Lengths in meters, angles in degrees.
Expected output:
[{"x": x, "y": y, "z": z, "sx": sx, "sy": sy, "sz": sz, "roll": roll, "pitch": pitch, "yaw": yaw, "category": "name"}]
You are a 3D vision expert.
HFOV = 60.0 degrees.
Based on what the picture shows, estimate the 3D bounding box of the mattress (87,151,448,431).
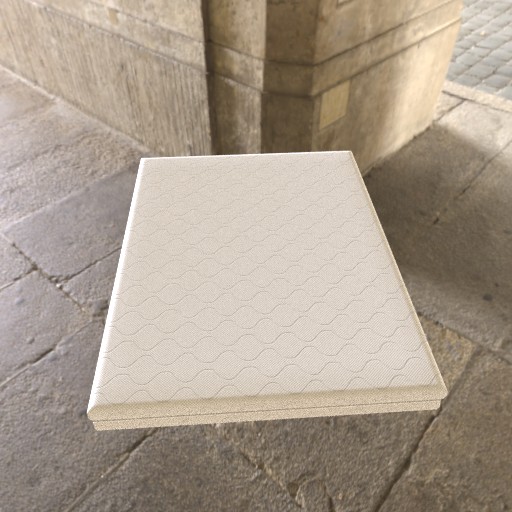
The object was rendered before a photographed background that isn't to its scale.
[{"x": 0.000, "y": 0.000, "z": 2.705, "sx": 1.600, "sy": 0.200, "sz": 2.000, "roll": -3, "pitch": 45, "yaw": -3, "category": "mattress"}]
